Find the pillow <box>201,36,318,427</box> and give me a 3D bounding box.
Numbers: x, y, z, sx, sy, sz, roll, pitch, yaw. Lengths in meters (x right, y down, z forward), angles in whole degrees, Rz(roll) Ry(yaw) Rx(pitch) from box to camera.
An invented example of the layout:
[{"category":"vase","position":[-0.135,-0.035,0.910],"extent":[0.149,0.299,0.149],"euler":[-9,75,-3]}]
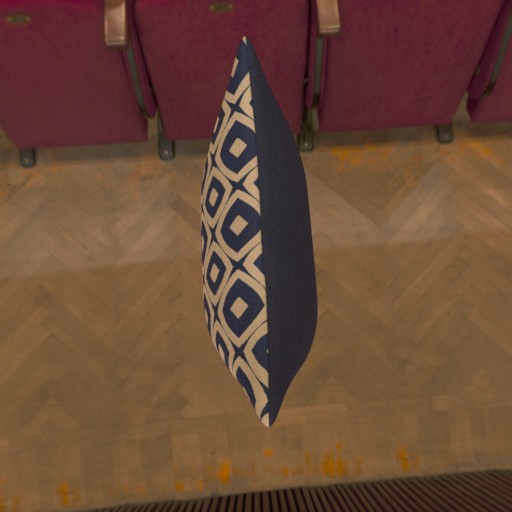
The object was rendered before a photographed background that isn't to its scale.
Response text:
[{"category":"pillow","position":[0.000,0.000,0.783],"extent":[0.188,0.494,0.504],"euler":[-3,77,-1]}]
